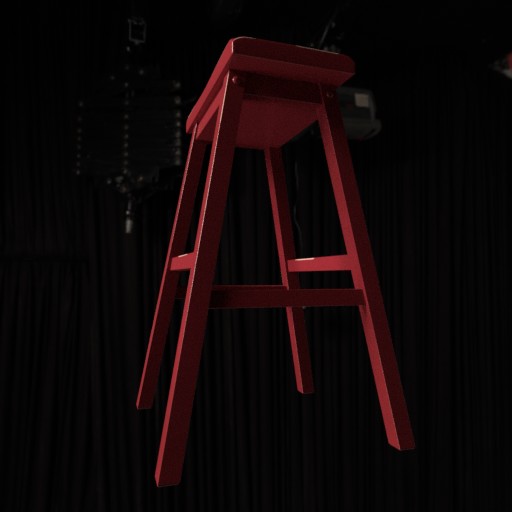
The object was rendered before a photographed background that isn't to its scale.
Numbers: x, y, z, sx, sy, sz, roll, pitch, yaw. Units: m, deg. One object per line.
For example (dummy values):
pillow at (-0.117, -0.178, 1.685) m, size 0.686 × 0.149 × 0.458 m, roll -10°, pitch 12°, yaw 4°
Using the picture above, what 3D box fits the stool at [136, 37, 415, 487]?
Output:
stool at (0.000, 0.000, 0.988) m, size 0.476 × 0.737 × 0.457 m, roll 1°, pitch -3°, yaw -19°
